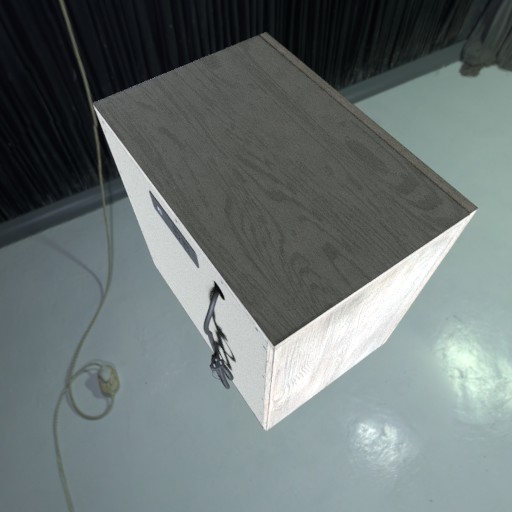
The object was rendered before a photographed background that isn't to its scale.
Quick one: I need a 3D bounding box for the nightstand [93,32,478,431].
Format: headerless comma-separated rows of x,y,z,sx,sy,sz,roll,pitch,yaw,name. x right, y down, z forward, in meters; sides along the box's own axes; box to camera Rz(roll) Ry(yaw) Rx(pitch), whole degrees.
0.000,0.000,1.084,0.483,0.673,0.612,-31,63,-17,nightstand
